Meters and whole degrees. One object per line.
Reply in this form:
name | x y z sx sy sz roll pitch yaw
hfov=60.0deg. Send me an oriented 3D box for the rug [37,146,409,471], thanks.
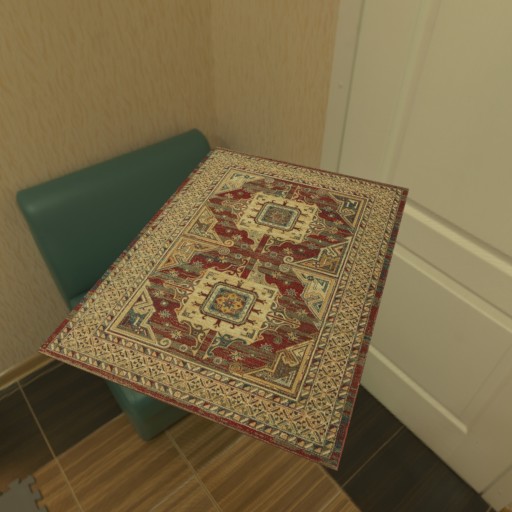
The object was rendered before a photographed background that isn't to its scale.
rug | 0.000 0.000 4.169 2.381 0.013 3.197 16 47 15
